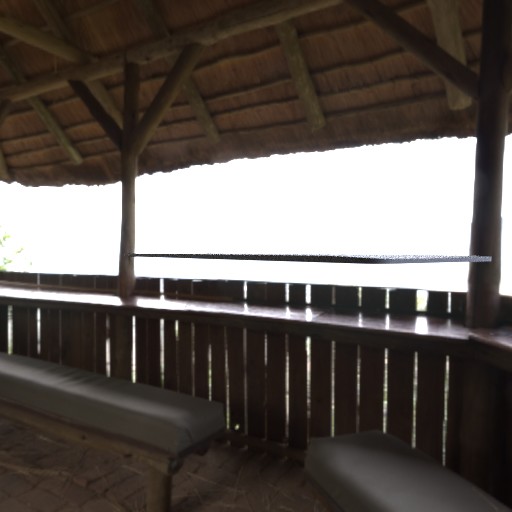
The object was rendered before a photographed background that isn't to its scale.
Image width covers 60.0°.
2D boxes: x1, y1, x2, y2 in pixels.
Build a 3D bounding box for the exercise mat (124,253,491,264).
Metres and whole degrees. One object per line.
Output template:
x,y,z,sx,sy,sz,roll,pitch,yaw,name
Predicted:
0.000,0.000,2.036,0.616,0.021,1.884,0,1,-36,exercise mat
